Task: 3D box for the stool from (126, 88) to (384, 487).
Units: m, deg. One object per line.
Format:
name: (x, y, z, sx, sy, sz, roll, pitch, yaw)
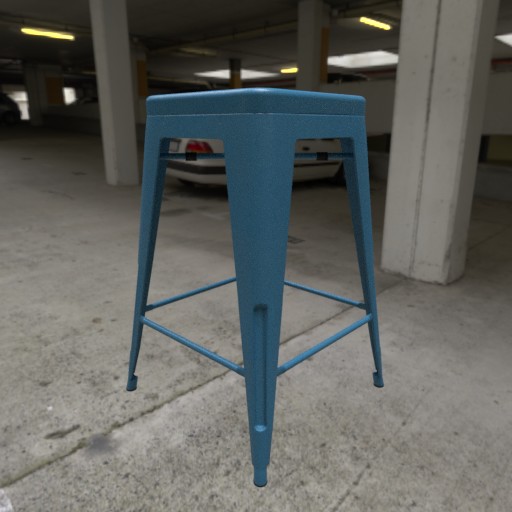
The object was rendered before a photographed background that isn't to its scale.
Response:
stool: (0.000, 0.000, 0.896, 0.410, 0.608, 0.410, 15, 22, 41)
